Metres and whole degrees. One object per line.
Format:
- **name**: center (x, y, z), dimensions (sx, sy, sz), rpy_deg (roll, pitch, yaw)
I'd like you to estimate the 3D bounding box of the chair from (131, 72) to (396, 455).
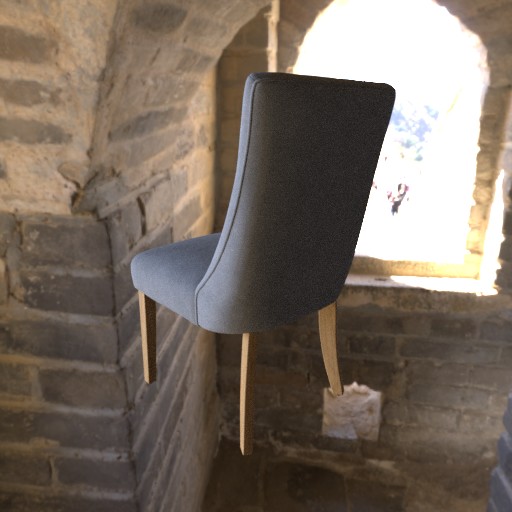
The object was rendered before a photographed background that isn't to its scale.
- **chair**: center (0.000, 0.000, 1.248), dimensions (0.495, 0.902, 0.610), rpy_deg (-15, 23, -40)
